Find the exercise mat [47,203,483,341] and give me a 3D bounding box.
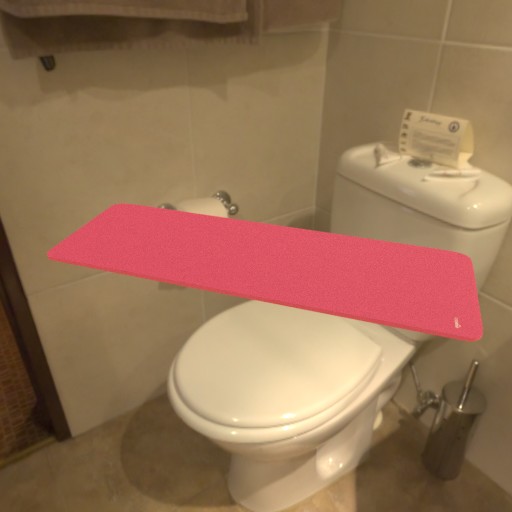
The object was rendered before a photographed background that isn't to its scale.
[{"bbox_3d":[0.000,0.000,2.040,1.884,0.021,0.616,10,33,15],"label":"exercise mat"}]
